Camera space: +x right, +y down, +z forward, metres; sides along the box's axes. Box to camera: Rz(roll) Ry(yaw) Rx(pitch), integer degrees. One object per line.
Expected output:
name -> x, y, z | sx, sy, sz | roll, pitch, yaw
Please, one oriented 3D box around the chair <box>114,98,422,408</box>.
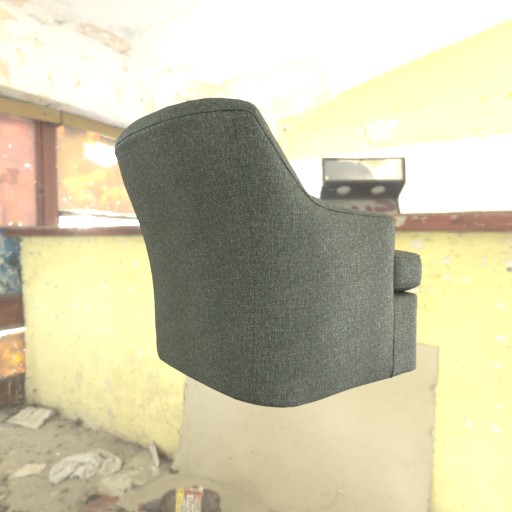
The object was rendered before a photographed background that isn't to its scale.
chair -> 0.000, 0.000, 1.604 | 0.923, 0.856, 0.864 | -1, 2, -36
